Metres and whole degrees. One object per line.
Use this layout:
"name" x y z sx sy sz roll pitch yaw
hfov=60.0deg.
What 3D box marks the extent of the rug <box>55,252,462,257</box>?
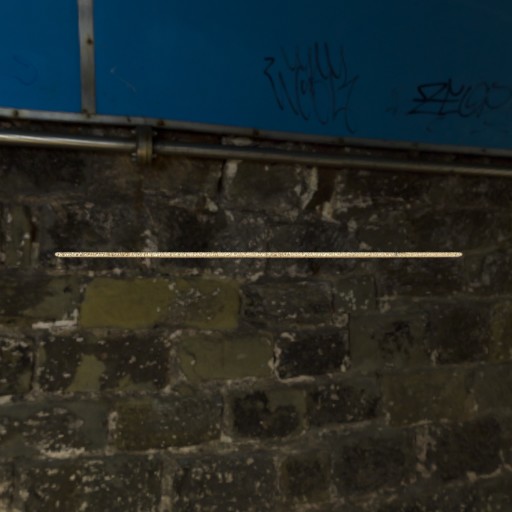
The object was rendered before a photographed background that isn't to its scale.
"rug" 0.000 0.000 4.076 2.399 0.026 3.000 0 0 -1
